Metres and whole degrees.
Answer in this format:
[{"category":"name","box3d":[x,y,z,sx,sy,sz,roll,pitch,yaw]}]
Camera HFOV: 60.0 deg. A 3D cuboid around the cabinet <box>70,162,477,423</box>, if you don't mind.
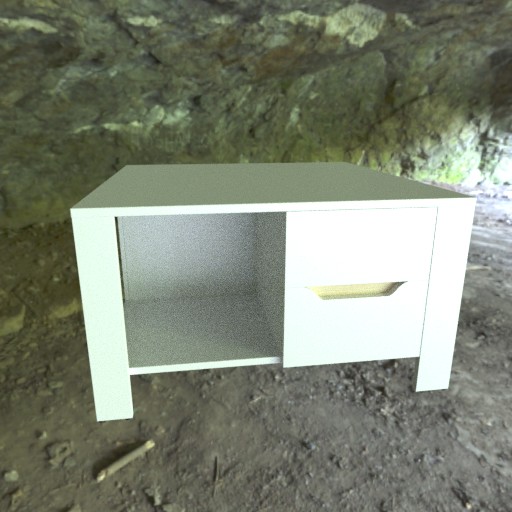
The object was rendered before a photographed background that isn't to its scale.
[{"category":"cabinet","box3d":[0.000,0.000,1.301,0.800,0.460,0.800,-3,17,-8]}]
